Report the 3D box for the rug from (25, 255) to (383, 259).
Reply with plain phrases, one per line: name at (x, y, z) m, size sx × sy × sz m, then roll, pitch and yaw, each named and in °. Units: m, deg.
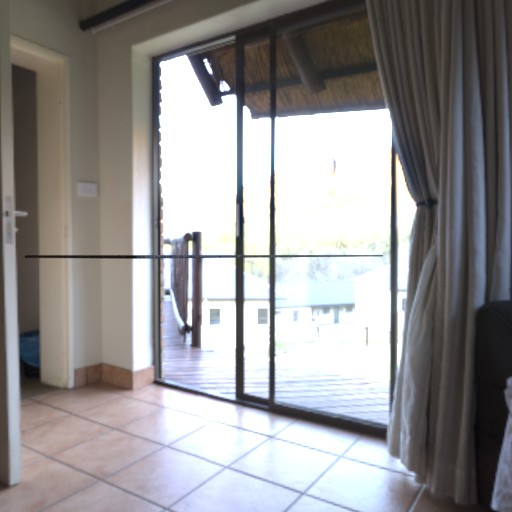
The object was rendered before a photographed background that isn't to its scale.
rug at (0.000, 0.000, 2.538) m, size 0.691 × 0.011 × 2.296 m, roll 0°, pitch 0°, yaw 35°
